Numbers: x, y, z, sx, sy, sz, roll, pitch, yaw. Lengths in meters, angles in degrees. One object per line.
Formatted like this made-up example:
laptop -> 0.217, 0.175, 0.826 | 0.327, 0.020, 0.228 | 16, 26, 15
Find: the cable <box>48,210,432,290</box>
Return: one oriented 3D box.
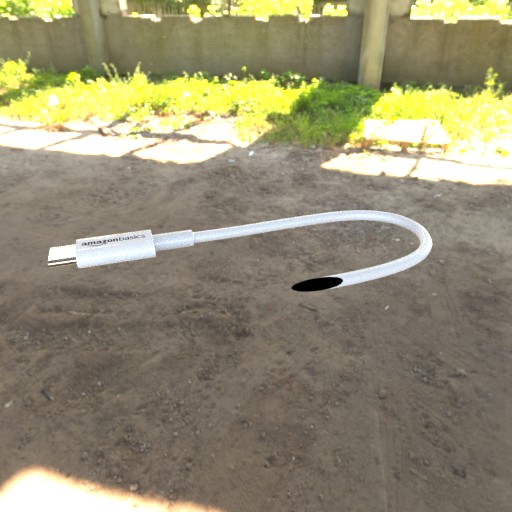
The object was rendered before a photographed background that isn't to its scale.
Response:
cable -> 0.000, 0.000, 0.111 | 0.098, 0.006, 0.040 | -9, 31, -15
